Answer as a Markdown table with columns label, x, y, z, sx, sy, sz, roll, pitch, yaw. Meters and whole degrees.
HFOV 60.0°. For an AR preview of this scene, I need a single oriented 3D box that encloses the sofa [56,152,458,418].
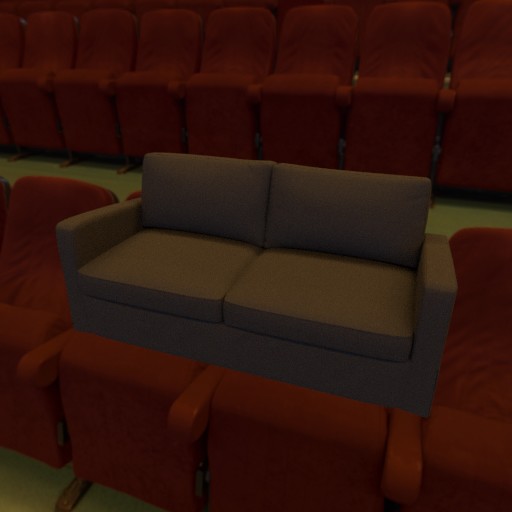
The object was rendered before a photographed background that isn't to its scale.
| label | x | y | z | sx | sy | sz | roll | pitch | yaw |
| --- | --- | --- | --- | --- | --- | --- | --- | --- | --- |
| sofa | 0.000 | 0.000 | 2.311 | 1.852 | 0.839 | 0.898 | 9 | 28 | 18 |
